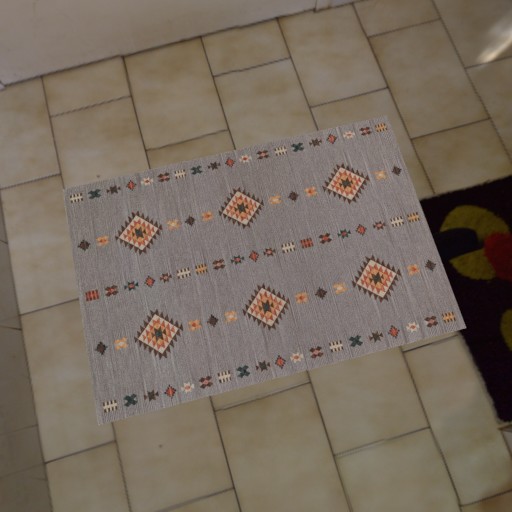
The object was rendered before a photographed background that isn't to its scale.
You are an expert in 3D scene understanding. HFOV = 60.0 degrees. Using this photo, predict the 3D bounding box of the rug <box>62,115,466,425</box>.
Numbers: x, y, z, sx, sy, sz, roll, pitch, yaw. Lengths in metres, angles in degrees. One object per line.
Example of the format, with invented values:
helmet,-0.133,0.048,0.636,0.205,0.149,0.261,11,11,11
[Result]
rug,0.000,0.000,2.267,1.818,0.005,1.217,-14,76,-4
